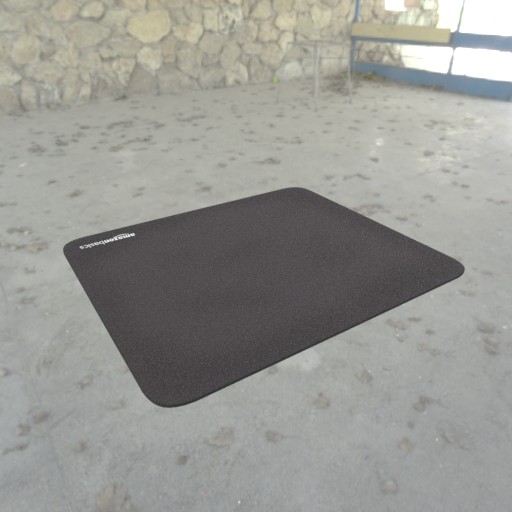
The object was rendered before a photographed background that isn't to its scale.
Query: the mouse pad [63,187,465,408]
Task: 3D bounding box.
[{"bbox_3d":[0.000,0.000,0.345,0.249,0.002,0.211,-18,34,-29],"label":"mouse pad"}]
